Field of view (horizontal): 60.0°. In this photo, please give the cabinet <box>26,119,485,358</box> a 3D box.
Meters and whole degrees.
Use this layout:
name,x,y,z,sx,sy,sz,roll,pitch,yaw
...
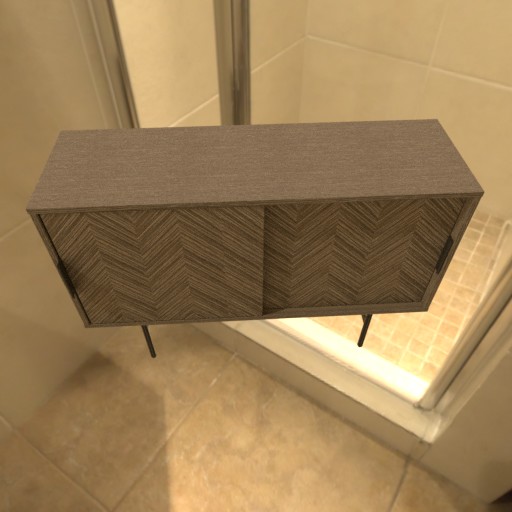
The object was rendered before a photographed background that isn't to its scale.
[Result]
name,x,y,z,sx,sy,sz,roll,pitch,yaw
cabinet,0.000,0.000,1.553,1.194,0.787,0.405,-2,47,-2
